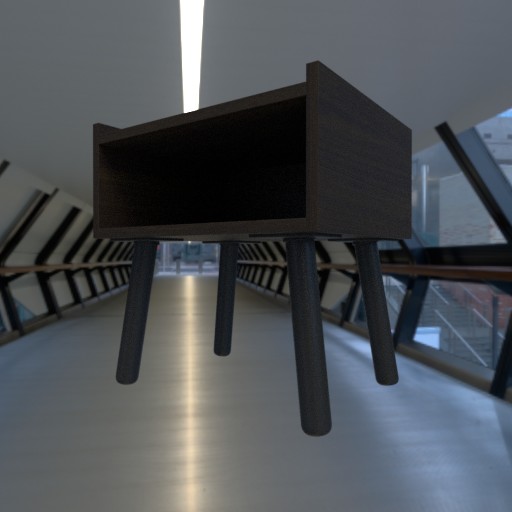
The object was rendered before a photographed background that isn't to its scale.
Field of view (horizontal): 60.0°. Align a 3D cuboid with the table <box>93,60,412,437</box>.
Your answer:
[{"bbox_3d":[0.000,0.000,0.810,0.450,0.470,0.370,0,1,36],"label":"table"}]
